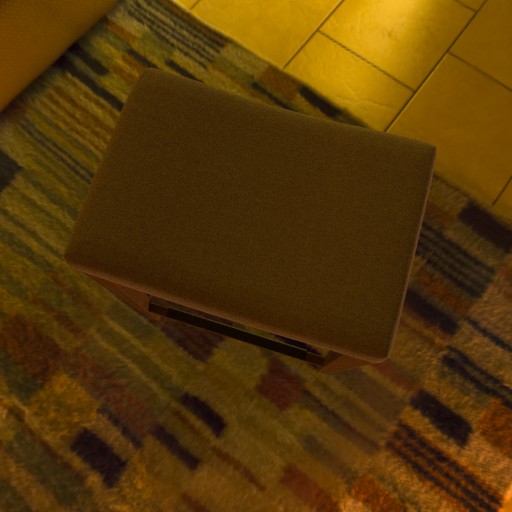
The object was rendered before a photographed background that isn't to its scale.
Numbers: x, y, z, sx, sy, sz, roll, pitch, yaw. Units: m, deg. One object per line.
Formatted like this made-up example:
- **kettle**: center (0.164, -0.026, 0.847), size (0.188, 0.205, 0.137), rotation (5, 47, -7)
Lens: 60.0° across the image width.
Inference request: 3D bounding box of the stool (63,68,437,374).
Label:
- **stool**: center (0.000, 0.000, 0.942), size (0.508, 0.660, 0.356), rotation (17, 76, 4)
